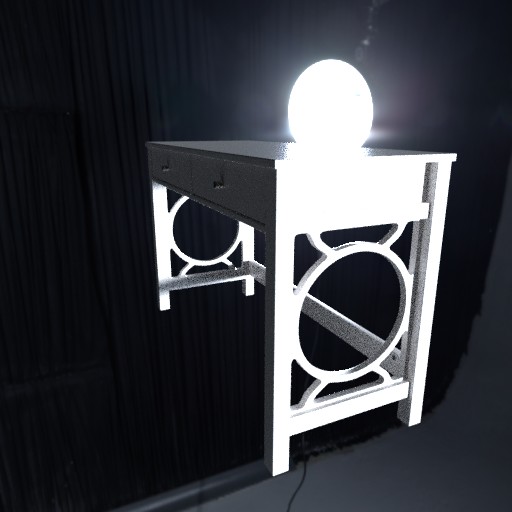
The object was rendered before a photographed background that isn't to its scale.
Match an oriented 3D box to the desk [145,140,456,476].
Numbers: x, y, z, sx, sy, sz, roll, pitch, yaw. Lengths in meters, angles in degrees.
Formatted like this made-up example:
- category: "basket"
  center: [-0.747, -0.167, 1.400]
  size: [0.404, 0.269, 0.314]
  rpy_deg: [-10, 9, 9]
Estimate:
- category: "desk"
  center: [0.000, 0.000, 1.584]
  size: [0.504, 0.762, 1.191]
  rpy_deg: [-8, 18, -24]
